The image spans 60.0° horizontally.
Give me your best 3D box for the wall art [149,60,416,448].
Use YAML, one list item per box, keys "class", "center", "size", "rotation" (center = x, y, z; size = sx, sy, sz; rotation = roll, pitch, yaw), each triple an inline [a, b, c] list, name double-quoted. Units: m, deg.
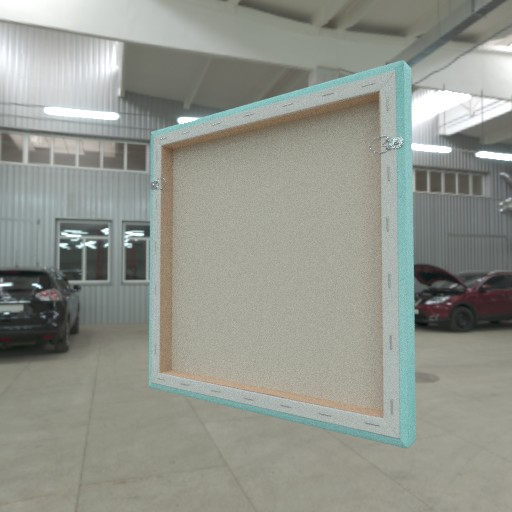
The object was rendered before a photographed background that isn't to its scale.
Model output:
- class: "wall art"
  center: [0.000, 0.000, 1.113]
  size: [0.765, 0.766, 0.054]
  rotation: [-2, -3, 37]
